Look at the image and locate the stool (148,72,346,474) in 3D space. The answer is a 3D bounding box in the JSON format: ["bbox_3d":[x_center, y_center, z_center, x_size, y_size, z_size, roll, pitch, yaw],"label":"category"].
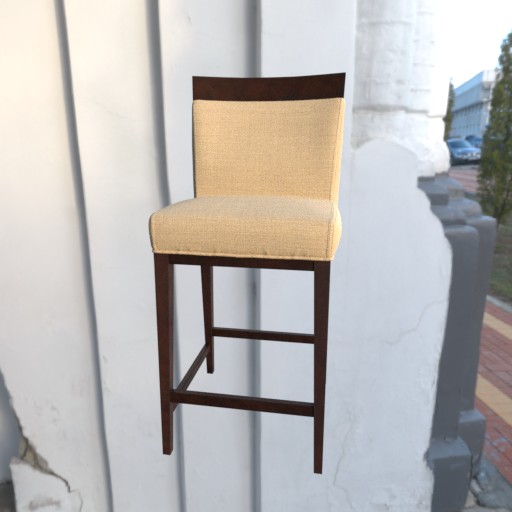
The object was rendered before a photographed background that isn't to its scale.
[{"bbox_3d":[0.000,0.000,1.392,0.511,1.117,0.531,3,15,10],"label":"stool"}]
